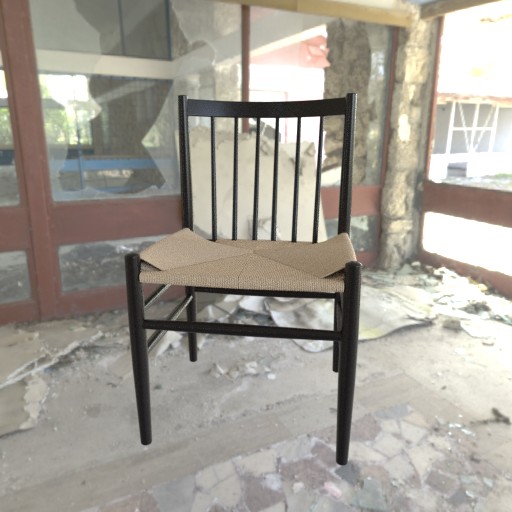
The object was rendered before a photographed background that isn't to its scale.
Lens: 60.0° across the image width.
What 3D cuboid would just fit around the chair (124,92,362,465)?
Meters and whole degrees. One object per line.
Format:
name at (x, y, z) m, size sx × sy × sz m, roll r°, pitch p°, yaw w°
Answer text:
chair at (0.000, 0.000, 1.147) m, size 0.495 × 0.818 × 0.516 m, roll 2°, pitch 15°, yaw 8°
